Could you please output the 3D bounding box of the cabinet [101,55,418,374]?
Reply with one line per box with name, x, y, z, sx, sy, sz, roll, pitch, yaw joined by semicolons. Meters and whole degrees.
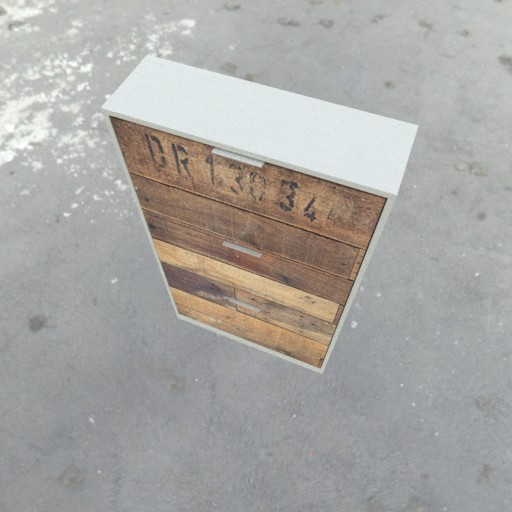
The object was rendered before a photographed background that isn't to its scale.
cabinet;0.000;0.000;1.632;0.750;1.280;0.250;19;60;11
